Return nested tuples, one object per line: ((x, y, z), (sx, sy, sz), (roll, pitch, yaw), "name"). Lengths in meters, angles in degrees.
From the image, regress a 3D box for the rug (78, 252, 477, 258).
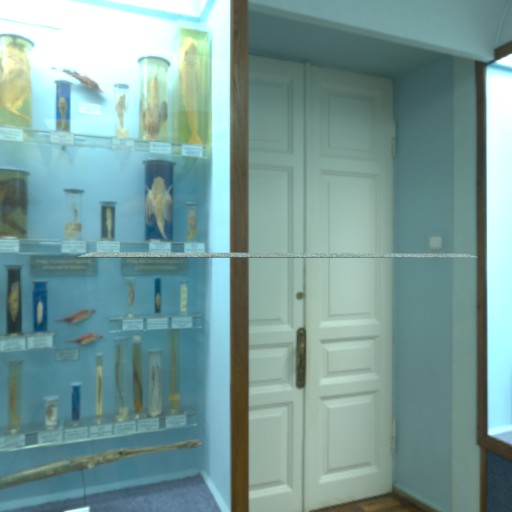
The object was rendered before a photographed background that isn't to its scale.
((0.000, 0.000, 4.053), (2.933, 0.027, 2.332), (0, 0, -19), "rug")
